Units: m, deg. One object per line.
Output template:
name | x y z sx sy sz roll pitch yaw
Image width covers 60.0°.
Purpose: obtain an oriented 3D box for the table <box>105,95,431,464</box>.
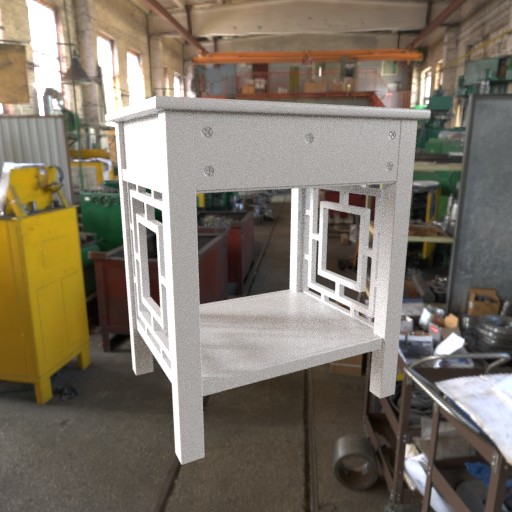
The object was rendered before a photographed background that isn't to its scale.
table | 0.000 0.000 1.043 0.564 0.646 0.451 -7 16 -27
